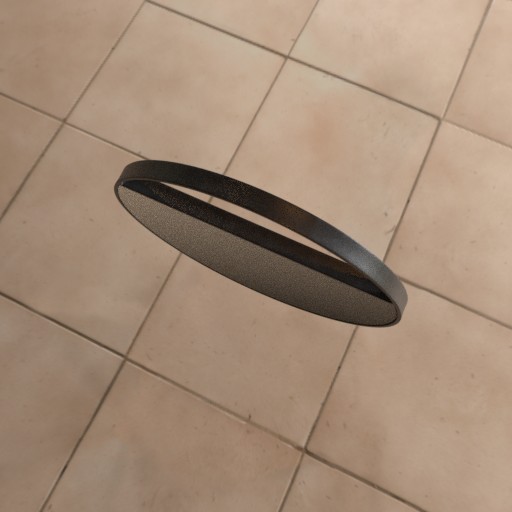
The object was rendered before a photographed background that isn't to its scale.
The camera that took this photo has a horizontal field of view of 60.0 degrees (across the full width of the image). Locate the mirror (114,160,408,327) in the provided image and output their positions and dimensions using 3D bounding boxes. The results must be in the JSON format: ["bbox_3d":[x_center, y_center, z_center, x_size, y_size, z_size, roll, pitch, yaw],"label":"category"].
[{"bbox_3d":[0.000,0.000,0.841,0.565,0.565,0.032,24,76,6],"label":"mirror"}]
